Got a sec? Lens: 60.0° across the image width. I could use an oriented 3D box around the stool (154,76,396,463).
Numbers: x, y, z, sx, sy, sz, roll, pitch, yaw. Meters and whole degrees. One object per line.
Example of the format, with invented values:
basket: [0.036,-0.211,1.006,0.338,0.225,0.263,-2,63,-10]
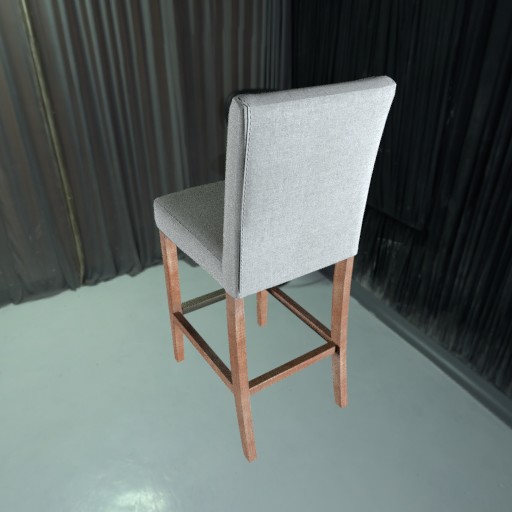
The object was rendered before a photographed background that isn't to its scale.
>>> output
stool: [0.000,0.000,1.386,0.439,1.088,0.570,-19,36,-28]
